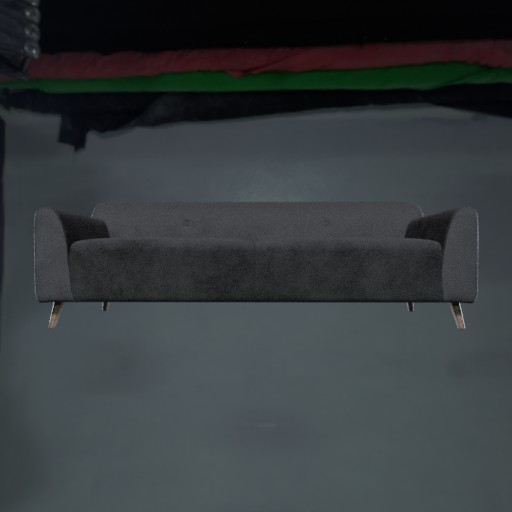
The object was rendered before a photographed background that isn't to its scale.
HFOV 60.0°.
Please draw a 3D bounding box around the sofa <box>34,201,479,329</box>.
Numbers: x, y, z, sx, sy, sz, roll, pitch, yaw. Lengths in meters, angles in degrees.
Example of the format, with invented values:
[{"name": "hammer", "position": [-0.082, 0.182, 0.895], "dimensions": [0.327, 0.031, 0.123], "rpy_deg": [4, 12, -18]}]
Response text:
[{"name": "sofa", "position": [0.000, 0.000, 2.611], "dimensions": [2.190, 0.740, 0.900], "rpy_deg": [0, 0, 1]}]
